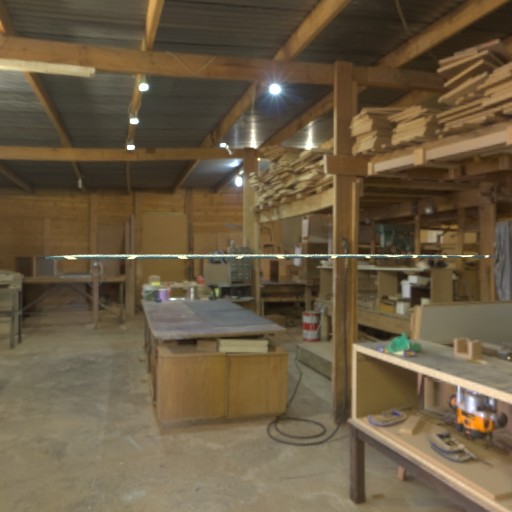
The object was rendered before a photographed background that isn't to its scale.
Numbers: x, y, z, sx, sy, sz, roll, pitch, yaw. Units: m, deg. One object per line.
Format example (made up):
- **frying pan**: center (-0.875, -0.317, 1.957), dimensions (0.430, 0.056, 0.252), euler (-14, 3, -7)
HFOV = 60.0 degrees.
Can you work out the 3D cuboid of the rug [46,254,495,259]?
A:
- **rug**: center (0.000, 0.000, 2.708), dimensions (2.134, 0.010, 1.524), euler (0, 0, -17)
